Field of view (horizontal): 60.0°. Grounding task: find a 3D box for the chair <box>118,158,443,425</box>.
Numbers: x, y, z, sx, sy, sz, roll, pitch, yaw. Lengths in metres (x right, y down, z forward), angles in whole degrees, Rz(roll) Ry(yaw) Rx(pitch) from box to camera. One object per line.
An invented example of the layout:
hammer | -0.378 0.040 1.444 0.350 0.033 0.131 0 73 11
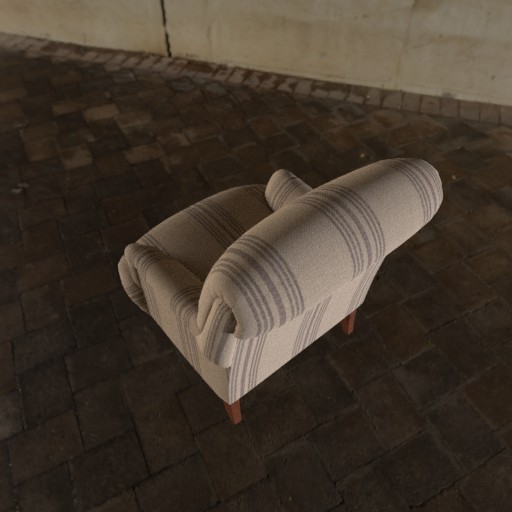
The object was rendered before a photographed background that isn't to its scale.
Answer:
chair | 0.000 0.000 1.621 0.813 0.940 0.914 -31 54 -26
